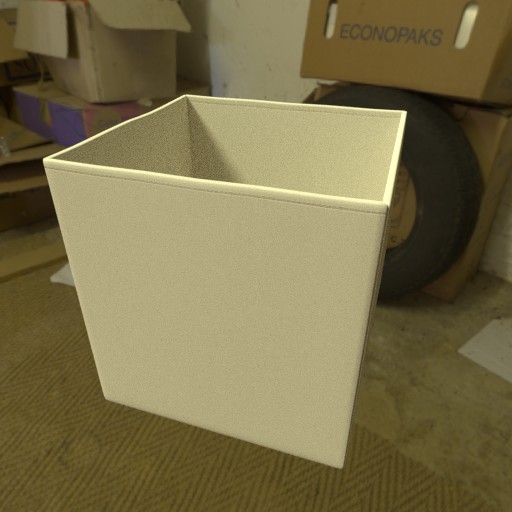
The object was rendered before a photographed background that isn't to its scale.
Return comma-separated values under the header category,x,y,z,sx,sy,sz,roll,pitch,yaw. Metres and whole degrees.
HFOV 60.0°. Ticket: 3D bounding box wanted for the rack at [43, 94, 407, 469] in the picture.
category,x,y,z,sx,sy,sz,roll,pitch,yaw
rack,0.000,0.000,0.490,0.270,0.280,0.270,10,33,16
